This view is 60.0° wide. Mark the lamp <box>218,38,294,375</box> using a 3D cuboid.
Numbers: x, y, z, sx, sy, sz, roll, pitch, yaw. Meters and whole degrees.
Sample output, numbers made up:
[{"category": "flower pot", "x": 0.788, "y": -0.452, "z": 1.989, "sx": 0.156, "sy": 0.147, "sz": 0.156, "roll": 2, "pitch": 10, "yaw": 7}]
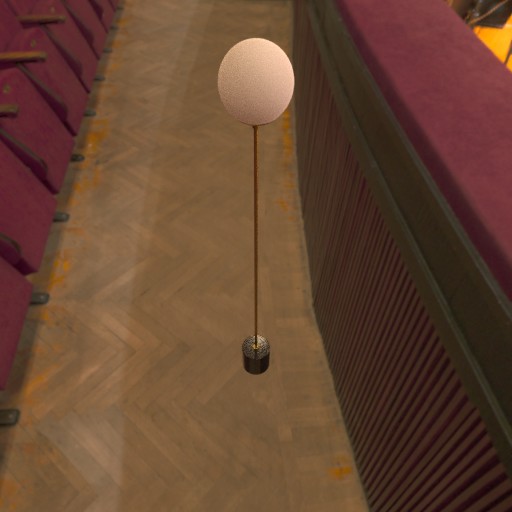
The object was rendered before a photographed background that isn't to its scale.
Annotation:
[{"category": "lamp", "x": 0.000, "y": 0.000, "z": 1.875, "sx": 0.229, "sy": 1.748, "sz": 0.229, "roll": -5, "pitch": 47, "yaw": -4}]
